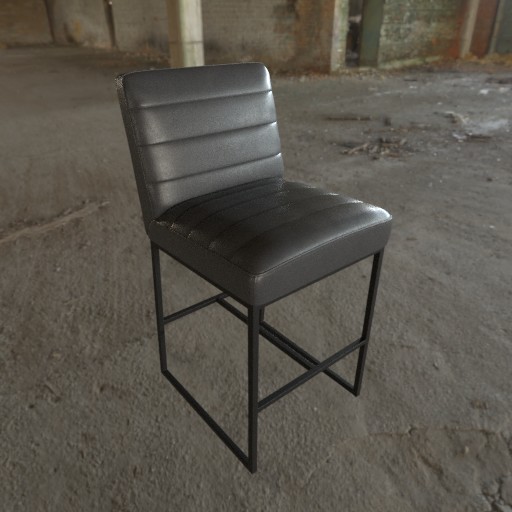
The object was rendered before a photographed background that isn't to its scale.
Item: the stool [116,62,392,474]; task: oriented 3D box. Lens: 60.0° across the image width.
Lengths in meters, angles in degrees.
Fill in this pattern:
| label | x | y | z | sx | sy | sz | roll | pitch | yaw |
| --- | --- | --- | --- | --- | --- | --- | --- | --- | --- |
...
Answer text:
| label | x | y | z | sx | sy | sz | roll | pitch | yaw |
| --- | --- | --- | --- | --- | --- | --- | --- | --- | --- |
| stool | 0.000 | 0.000 | 1.224 | 0.457 | 0.938 | 0.552 | -21 | 35 | -34 |
